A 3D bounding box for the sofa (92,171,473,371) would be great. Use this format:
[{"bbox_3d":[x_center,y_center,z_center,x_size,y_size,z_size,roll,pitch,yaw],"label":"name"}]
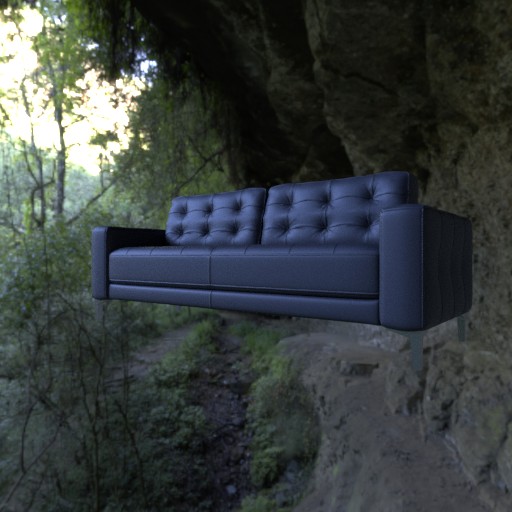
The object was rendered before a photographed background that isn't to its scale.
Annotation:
[{"bbox_3d":[0.000,0.000,2.688,2.275,0.893,0.833,0,0,37],"label":"sofa"}]
